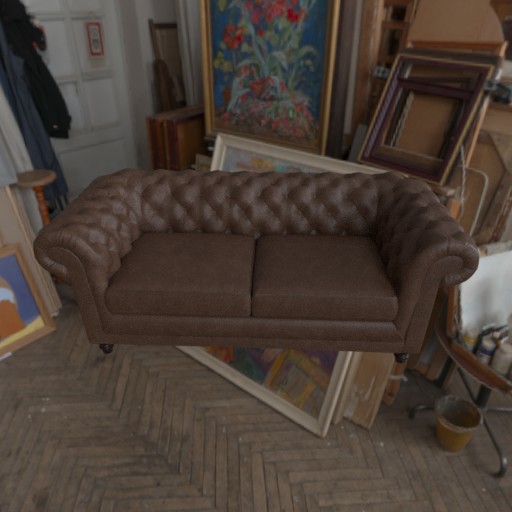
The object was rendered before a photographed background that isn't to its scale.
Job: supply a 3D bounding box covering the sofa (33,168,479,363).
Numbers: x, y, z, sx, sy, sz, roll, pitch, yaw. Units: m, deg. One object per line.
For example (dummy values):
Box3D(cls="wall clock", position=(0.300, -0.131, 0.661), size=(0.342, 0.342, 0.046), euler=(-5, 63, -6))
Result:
Box3D(cls="sofa", position=(0.000, 0.000, 2.525), size=(2.048, 0.784, 0.955), euler=(1, 30, 2))
